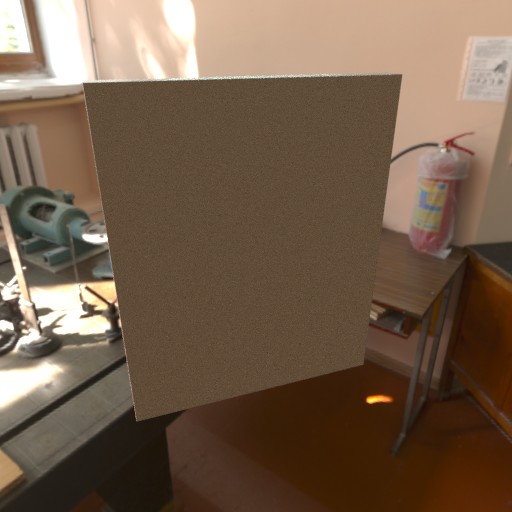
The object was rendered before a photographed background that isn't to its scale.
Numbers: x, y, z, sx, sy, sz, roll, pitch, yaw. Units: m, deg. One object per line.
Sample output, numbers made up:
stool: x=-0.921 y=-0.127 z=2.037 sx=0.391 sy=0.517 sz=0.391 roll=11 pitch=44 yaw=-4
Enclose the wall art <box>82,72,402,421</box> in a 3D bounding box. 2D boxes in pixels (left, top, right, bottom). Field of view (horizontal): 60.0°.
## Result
wall art: x=0.000 y=0.000 z=0.732 sx=0.452 sy=0.549 sz=0.038 roll=-9 pitch=27 yaw=-17
